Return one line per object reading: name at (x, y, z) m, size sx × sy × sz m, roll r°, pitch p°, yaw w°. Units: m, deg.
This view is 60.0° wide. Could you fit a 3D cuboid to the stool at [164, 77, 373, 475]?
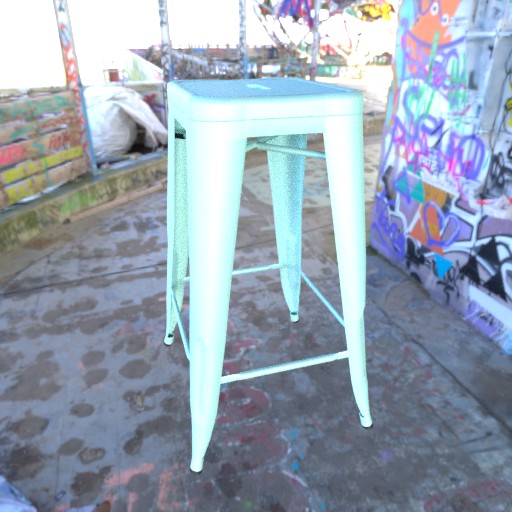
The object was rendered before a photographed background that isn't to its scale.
stool at (0.000, 0.000, 0.843) m, size 0.359 × 0.609 × 0.399 m, roll -8°, pitch 27°, yaw -16°
